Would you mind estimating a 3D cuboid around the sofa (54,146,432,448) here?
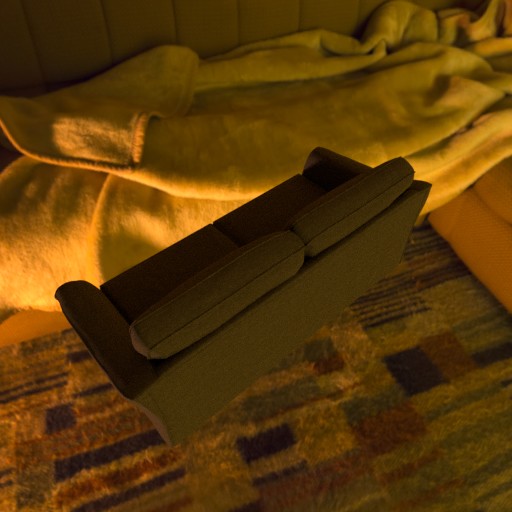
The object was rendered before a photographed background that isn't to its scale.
[{"bbox_3d":[0.000,0.000,2.813,2.270,0.950,0.971,-33,55,-27],"label":"sofa"}]
